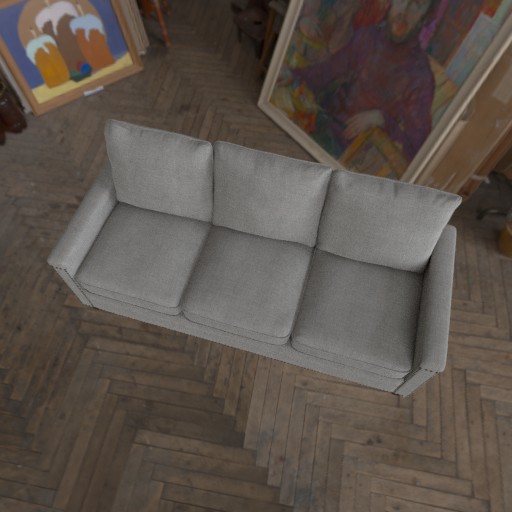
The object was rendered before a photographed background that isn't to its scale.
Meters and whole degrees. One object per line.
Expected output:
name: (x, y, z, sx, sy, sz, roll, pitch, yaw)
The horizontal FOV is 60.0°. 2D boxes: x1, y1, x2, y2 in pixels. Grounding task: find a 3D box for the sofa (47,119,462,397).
sofa: (0.000, 0.000, 2.342, 1.925, 0.959, 0.828, 14, 61, 8)
